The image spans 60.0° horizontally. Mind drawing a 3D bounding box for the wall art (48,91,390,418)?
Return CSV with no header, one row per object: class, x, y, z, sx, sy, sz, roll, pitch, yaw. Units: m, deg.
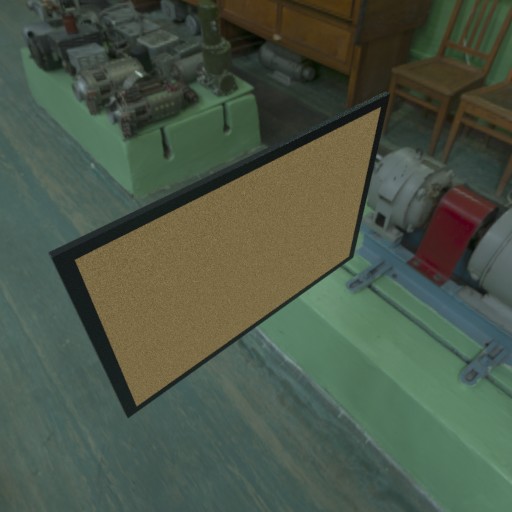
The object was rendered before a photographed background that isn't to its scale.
wall art,0.000,0.000,1.050,0.819,0.552,0.015,-32,54,-27
